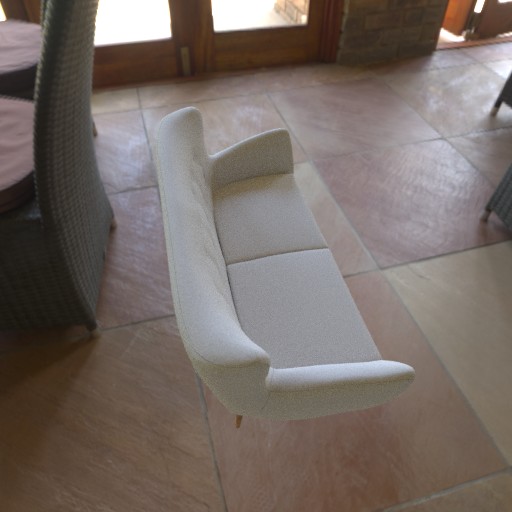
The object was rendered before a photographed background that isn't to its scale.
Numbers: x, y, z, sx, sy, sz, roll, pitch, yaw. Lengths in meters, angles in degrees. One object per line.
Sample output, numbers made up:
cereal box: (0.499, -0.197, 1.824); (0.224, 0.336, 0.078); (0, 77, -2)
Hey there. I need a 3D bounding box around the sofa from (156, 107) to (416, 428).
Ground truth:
sofa: (0.000, 0.000, 2.415); (0.899, 0.890, 1.930); (-9, 47, -9)
